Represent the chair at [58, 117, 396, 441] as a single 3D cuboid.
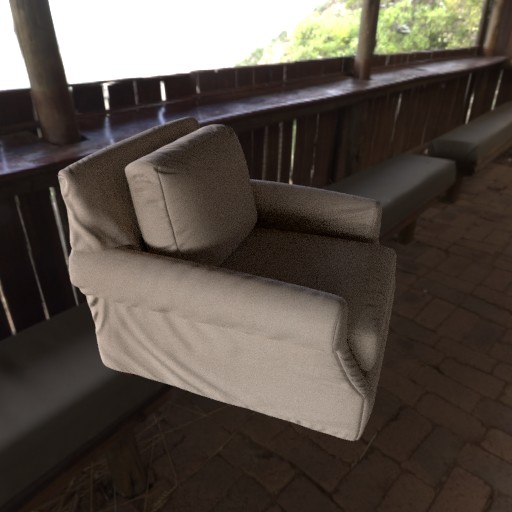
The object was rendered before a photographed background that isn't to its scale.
[{"bbox_3d":[0.000,0.000,1.727,1.066,0.866,0.940,11,31,18],"label":"chair"}]
